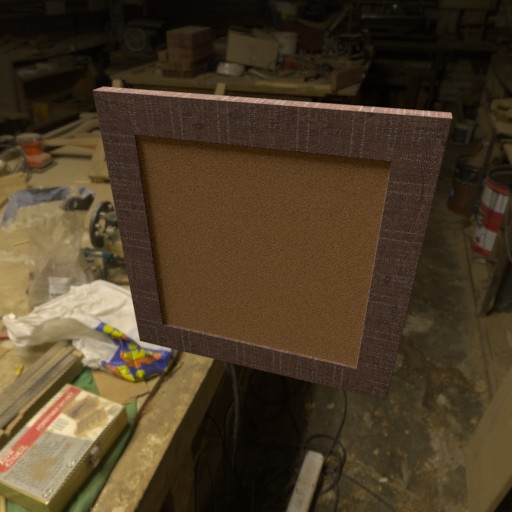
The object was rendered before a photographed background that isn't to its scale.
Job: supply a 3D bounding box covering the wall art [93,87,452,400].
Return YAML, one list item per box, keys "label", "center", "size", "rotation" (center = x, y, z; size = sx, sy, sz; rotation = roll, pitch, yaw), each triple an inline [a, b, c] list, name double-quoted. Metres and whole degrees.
- label: "wall art"
  center: [0.000, 0.000, 0.782]
  size: [0.531, 0.531, 0.029]
  rotation: [10, 34, 15]
